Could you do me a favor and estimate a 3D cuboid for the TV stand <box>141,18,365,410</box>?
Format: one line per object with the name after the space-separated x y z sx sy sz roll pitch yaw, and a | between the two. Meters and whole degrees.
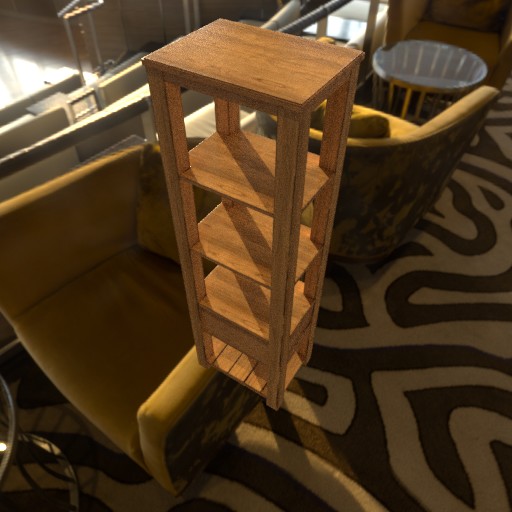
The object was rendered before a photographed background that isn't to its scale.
0.000 0.000 2.045 0.565 1.828 0.435 25 51 22 | TV stand
